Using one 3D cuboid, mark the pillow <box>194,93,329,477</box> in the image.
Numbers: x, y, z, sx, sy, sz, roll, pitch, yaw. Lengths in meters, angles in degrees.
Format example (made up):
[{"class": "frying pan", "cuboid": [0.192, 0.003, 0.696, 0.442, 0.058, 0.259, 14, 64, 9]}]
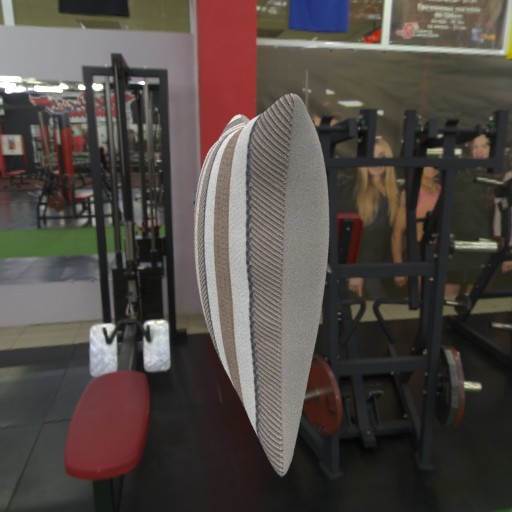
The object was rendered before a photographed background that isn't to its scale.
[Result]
[{"class": "pillow", "cuboid": [0.000, 0.000, 0.628, 0.173, 0.401, 0.416, -2, 15, -8]}]
